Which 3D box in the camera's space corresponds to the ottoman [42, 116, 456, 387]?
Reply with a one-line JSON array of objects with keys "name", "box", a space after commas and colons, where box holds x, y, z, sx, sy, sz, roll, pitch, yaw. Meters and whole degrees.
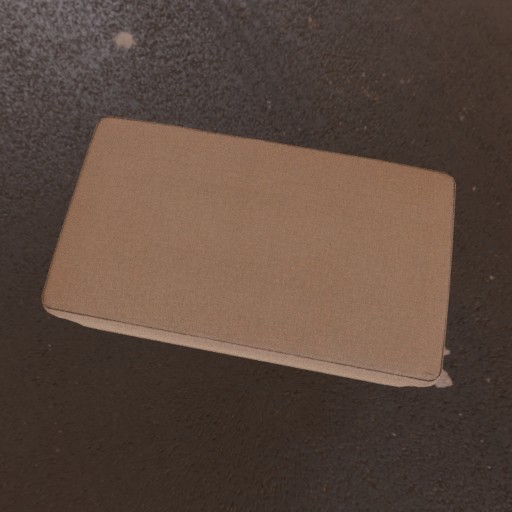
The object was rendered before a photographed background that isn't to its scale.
[{"name": "ottoman", "box": [0.000, 0.000, 1.404, 1.097, 0.448, 0.617, 10, 75, 3]}]
